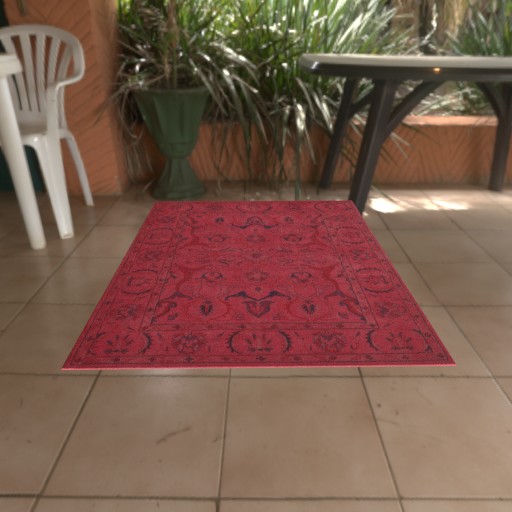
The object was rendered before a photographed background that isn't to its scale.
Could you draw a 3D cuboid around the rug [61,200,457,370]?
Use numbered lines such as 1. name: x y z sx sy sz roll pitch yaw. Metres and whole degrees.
1. rug: 0.000 0.000 3.885 2.300 0.012 2.929 0 26 -1
